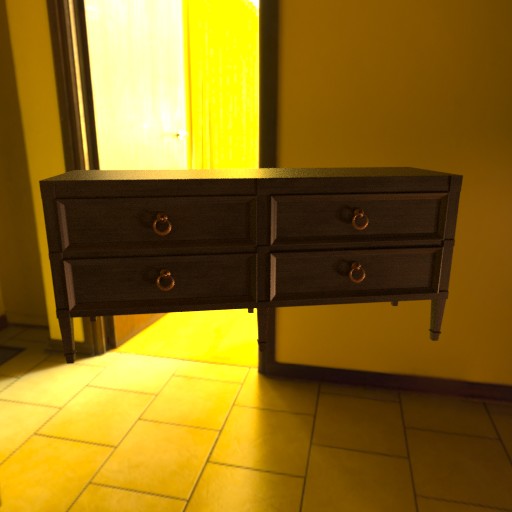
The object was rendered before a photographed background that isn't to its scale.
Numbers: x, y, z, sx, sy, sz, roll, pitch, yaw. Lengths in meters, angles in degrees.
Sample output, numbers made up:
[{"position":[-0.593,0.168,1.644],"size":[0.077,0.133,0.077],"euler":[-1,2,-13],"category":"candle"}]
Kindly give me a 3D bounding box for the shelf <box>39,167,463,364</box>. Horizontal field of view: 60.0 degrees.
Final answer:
[{"position":[0.000,0.000,1.942],"size":[1.575,0.719,0.479],"euler":[-2,16,-7],"category":"shelf"}]
